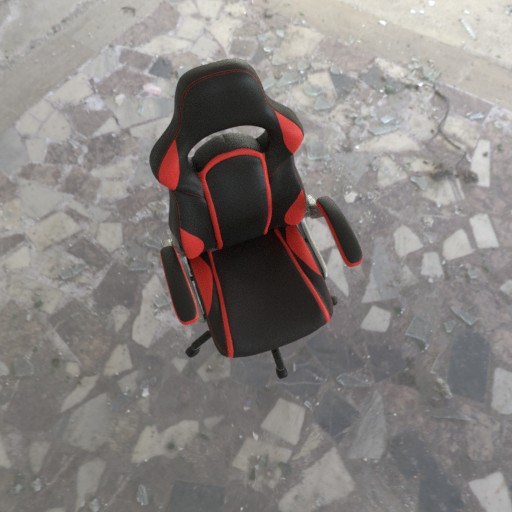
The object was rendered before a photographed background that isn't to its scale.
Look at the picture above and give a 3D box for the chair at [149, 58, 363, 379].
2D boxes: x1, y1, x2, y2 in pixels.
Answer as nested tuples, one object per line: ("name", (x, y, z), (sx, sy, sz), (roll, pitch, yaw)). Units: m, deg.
("chair", (0.000, 0.000, 1.610), (0.758, 1.165, 0.712), (-19, 66, -9))
